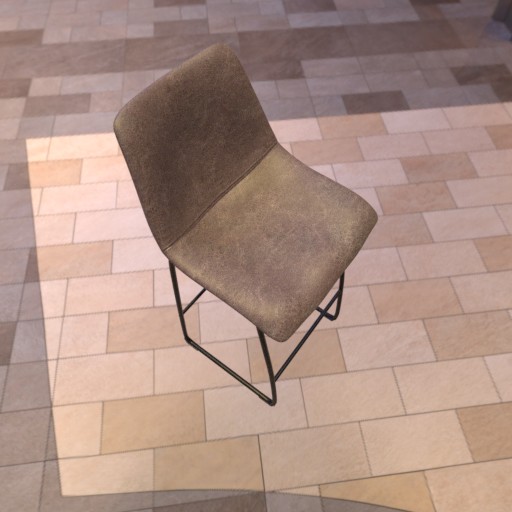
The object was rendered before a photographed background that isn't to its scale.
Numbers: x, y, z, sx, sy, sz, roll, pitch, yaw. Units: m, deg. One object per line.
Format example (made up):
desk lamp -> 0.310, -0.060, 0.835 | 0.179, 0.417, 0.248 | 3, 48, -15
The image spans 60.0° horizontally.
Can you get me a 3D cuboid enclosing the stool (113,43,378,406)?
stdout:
stool -> 0.000, 0.000, 1.407 | 0.561, 1.082, 0.514 | 32, 62, 19
